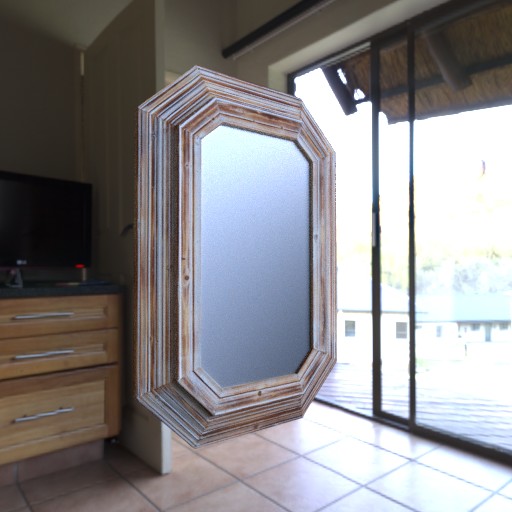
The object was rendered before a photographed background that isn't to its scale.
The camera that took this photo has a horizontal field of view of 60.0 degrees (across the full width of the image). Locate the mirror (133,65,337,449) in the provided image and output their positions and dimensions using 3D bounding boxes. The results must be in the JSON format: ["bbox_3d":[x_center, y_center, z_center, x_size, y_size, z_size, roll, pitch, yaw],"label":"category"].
[{"bbox_3d":[0.000,0.000,1.280,0.709,1.015,0.061,1,-2,-38],"label":"mirror"}]
